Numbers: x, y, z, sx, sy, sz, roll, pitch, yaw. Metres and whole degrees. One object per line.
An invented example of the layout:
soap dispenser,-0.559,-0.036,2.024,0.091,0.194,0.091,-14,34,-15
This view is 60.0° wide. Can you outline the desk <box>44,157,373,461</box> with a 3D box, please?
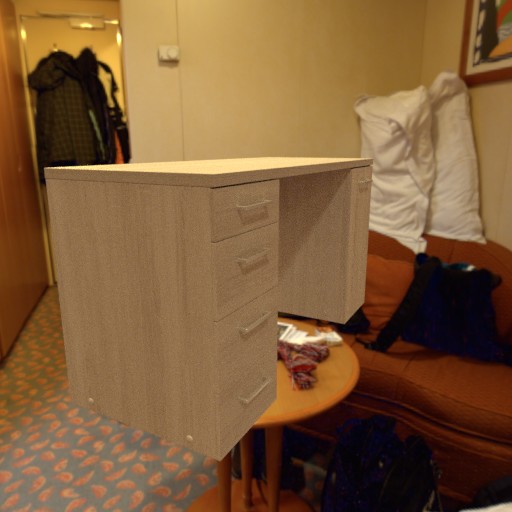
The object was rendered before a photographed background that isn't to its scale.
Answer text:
desk,0.000,0.000,1.783,0.600,0.740,1.390,8,16,28
